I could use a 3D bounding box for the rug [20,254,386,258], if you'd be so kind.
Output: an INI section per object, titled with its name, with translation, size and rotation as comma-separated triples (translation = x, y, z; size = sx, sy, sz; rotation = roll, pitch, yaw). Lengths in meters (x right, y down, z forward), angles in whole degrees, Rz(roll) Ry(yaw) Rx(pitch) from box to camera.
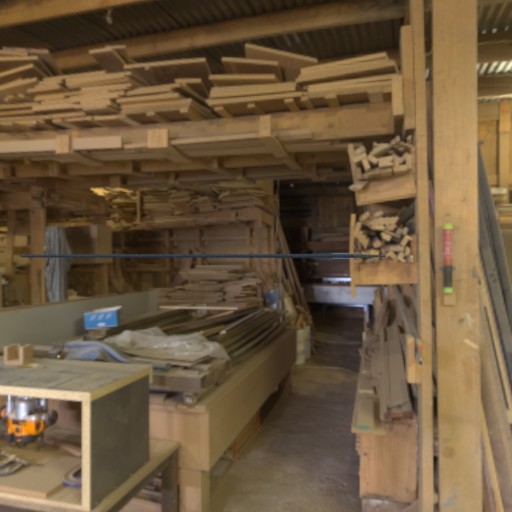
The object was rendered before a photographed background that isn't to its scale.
[rug]
translation = 0.000, 0.000, 2.865
size = 1.528, 0.014, 2.294
rotation = 0, 0, 19
